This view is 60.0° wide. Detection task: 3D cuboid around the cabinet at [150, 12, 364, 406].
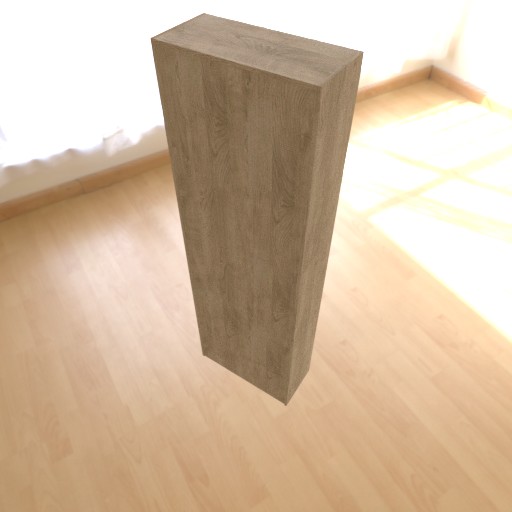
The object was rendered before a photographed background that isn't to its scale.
[{"bbox_3d":[0.000,0.000,1.760,0.520,1.630,0.250,25,52,22],"label":"cabinet"}]
